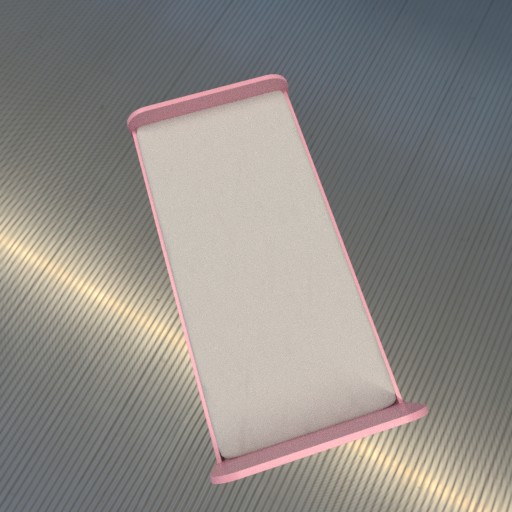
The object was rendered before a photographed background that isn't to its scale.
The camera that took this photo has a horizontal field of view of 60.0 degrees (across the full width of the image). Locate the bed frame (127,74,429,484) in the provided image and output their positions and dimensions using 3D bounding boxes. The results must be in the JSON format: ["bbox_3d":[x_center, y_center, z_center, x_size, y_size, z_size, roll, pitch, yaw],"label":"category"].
[{"bbox_3d":[0.000,0.000,2.454,0.998,0.805,1.963,-16,75,-5],"label":"bed frame"}]
